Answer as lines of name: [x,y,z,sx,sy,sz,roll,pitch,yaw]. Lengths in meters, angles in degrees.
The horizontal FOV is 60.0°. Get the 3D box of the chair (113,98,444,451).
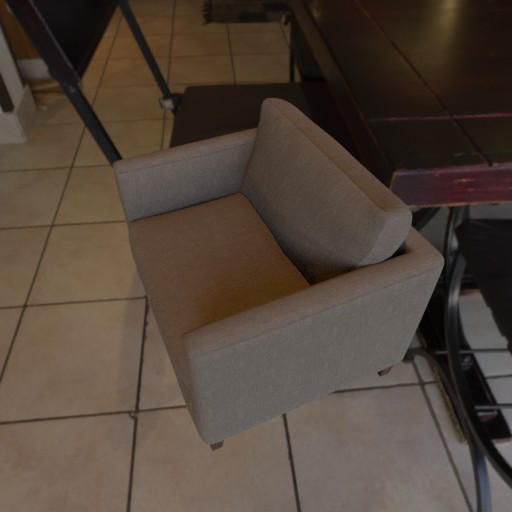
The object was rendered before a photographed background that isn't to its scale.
chair: [0.000,0.000,1.895,0.959,0.963,1.107,-18,48,-17]
